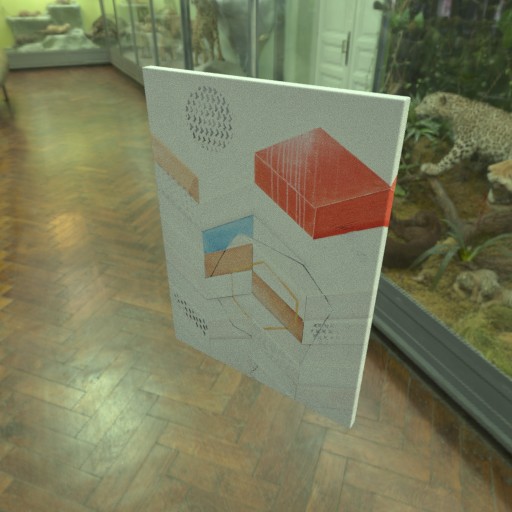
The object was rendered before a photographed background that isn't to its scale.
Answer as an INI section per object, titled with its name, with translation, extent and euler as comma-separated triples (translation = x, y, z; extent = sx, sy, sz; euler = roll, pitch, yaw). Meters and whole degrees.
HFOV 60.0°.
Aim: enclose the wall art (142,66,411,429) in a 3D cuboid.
[wall art]
translation = 0.000, 0.000, 1.352
extent = 0.759, 1.014, 0.045
euler = 20, 36, 29
